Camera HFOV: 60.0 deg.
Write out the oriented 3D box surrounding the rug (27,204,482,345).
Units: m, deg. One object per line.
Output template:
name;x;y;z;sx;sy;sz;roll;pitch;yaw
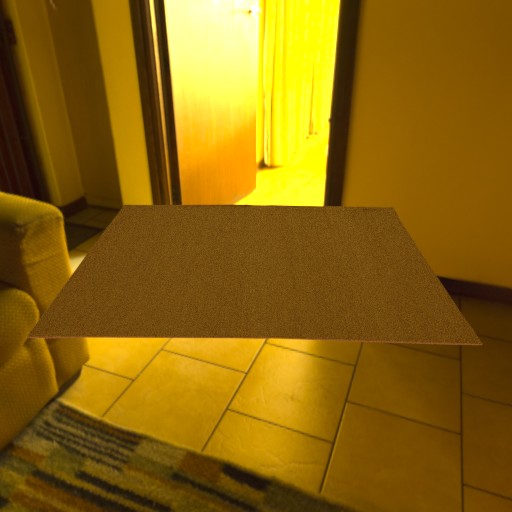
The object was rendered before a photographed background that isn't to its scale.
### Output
rug;0.000;0.000;4.161;3.202;0.045;2.434;1;29;1
